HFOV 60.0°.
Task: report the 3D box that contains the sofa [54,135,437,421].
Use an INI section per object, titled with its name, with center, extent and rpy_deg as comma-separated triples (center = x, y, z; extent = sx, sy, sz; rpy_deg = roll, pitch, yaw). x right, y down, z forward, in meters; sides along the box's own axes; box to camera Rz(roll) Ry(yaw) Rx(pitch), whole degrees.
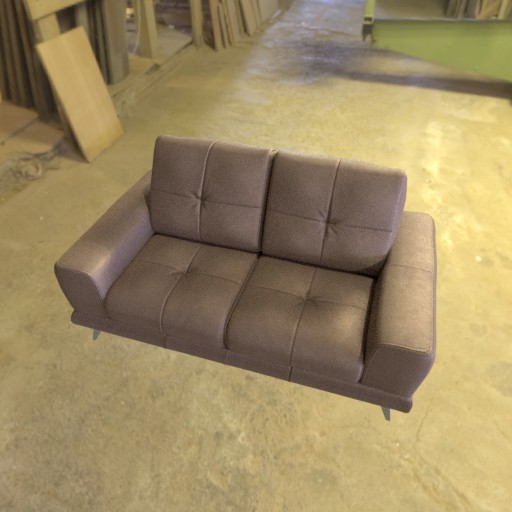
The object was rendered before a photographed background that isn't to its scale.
[sofa]
center = 0.000, 0.000, 2.338
extent = 1.806, 0.907, 1.018
rpy_deg = 12, 42, 13
